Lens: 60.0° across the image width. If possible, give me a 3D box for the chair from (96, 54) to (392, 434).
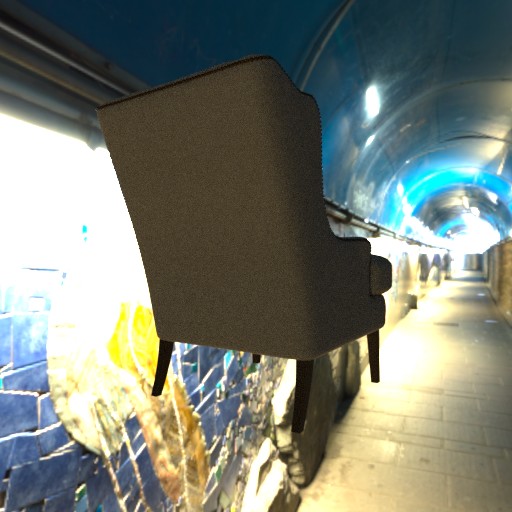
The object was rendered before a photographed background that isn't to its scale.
[{"bbox_3d":[0.000,0.000,1.641,0.737,1.029,0.940,0,-1,35],"label":"chair"}]
